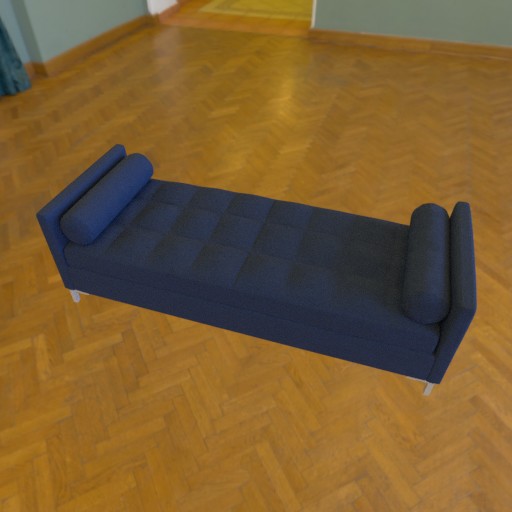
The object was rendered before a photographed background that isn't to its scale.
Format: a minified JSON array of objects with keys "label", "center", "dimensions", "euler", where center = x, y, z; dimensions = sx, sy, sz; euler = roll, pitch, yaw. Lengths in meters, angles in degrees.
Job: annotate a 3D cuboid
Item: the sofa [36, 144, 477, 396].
[{"label":"sofa","center":[0.000,0.000,2.460],"dimensions":[2.102,0.657,0.797],"euler":[12,43,13]}]
